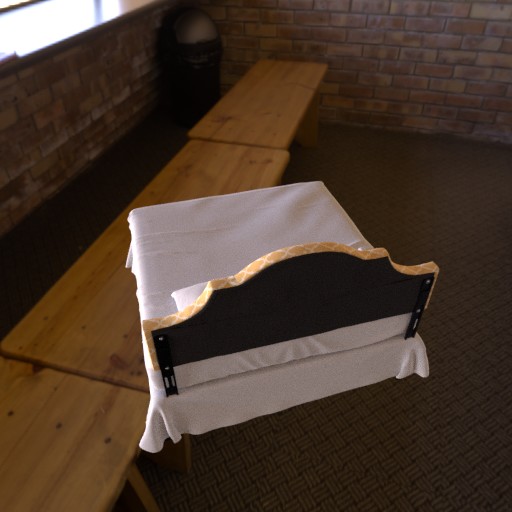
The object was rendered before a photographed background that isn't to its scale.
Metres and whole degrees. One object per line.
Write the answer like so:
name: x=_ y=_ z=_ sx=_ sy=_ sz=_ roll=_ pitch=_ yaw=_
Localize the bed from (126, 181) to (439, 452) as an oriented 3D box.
bed: x=0.000 y=0.000 z=3.744 sx=2.314 sy=1.601 sz=2.222 roll=-10 pitch=40 yaw=-12
